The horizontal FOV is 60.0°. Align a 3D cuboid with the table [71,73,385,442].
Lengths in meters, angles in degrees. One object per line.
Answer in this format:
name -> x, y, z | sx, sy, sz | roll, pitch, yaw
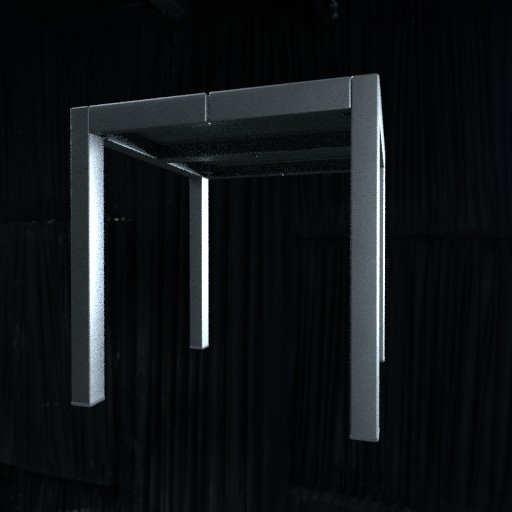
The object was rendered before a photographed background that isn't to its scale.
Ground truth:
table -> 0.000, 0.000, 0.924 | 0.508, 0.508, 0.508 | 0, 1, 17
